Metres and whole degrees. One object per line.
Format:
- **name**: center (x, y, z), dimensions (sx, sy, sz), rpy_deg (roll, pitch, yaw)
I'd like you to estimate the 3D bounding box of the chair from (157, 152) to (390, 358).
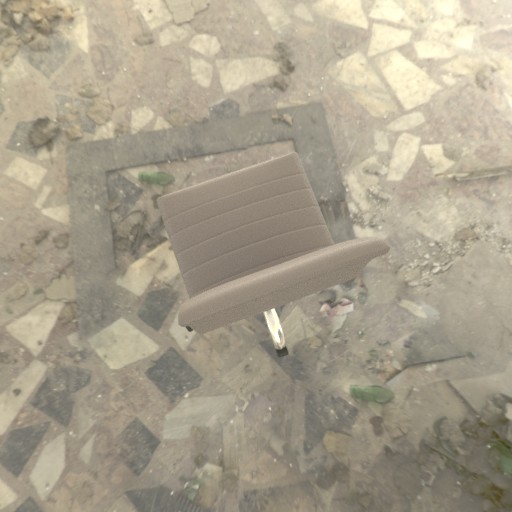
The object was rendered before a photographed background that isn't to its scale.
- **chair**: center (0.000, 0.000, 1.161), dimensions (0.556, 0.780, 0.530), rpy_deg (-19, 77, -5)
